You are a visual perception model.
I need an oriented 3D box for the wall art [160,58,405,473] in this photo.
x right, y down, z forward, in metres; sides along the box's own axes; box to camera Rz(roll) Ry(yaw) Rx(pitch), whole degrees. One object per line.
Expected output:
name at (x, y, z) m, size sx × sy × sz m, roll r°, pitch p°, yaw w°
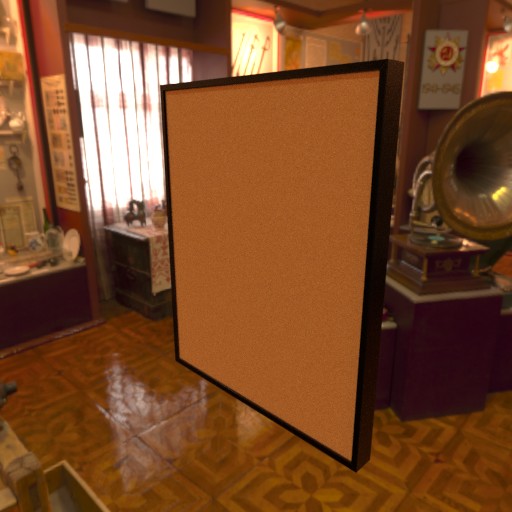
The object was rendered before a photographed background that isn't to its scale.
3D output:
wall art at (0.000, 0.000, 0.731) m, size 0.039 × 0.553 × 0.451 m, roll -15°, pitch 22°, yaw -43°
